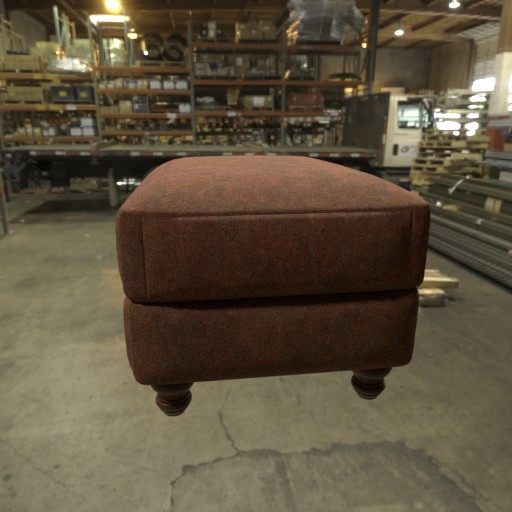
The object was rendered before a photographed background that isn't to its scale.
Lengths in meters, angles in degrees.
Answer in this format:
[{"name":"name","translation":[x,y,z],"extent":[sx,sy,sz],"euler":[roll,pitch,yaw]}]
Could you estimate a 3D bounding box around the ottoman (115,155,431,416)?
[{"name":"ottoman","translation":[0.000,0.000,1.192],"extent":[0.635,0.508,0.787],"euler":[-2,17,-7]}]
